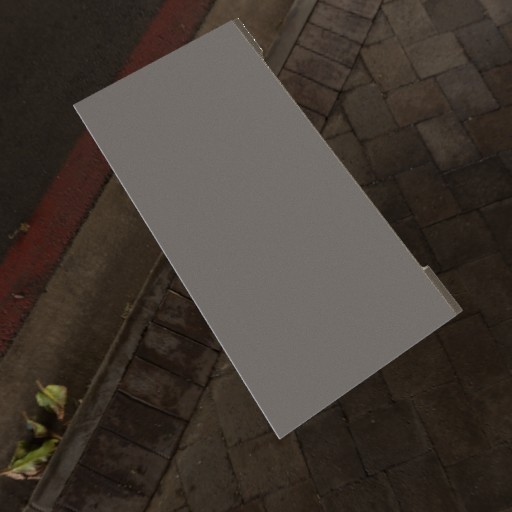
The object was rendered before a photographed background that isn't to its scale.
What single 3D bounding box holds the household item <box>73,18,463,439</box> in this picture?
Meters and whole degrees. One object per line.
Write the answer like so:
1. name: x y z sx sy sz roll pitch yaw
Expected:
1. household item: 0.000 0.000 1.318 0.420 0.870 0.800 -32 78 -8
